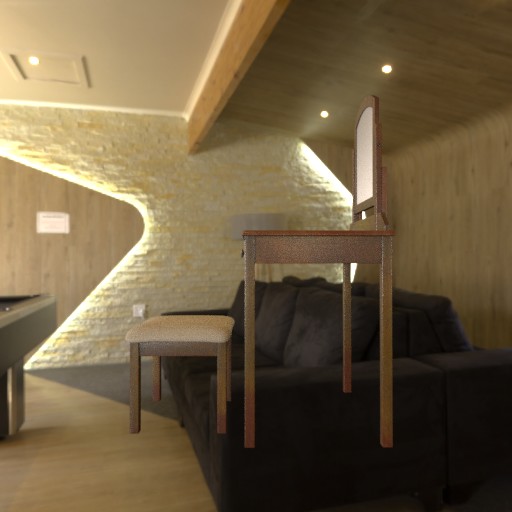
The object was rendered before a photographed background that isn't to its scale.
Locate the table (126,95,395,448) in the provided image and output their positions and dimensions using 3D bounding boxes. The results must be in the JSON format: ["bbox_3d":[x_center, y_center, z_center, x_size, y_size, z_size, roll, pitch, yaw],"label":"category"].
[{"bbox_3d":[0.000,0.000,2.293,1.211,1.631,0.876,0,-1,-1],"label":"table"}]
